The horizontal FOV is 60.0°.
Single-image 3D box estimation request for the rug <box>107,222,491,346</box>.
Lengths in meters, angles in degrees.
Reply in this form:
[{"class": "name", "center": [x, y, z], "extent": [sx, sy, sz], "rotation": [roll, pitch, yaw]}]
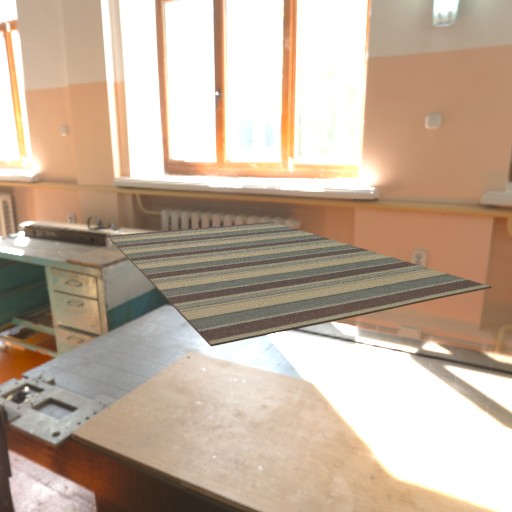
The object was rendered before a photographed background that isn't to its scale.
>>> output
[{"class": "rug", "center": [0.000, 0.000, 2.322], "extent": [1.219, 0.008, 1.829], "rotation": [-7, 15, -26]}]
